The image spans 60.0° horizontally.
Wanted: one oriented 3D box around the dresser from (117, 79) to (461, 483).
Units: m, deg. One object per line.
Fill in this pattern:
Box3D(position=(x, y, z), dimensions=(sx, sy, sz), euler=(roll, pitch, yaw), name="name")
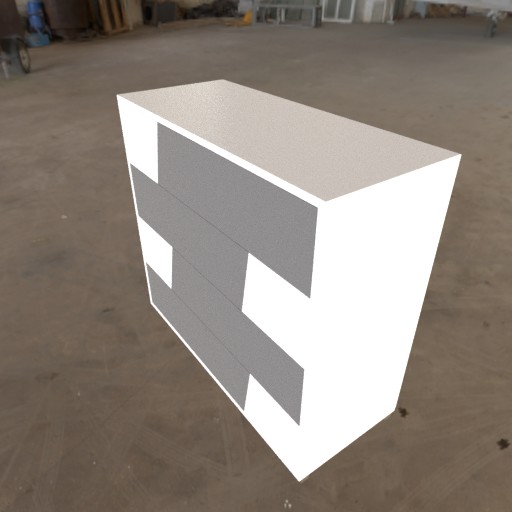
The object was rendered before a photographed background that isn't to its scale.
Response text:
Box3D(position=(0.000, 0.000, 1.626), dimensions=(0.460, 1.000, 1.100), euler=(-21, 39, -30), name="dresser")
